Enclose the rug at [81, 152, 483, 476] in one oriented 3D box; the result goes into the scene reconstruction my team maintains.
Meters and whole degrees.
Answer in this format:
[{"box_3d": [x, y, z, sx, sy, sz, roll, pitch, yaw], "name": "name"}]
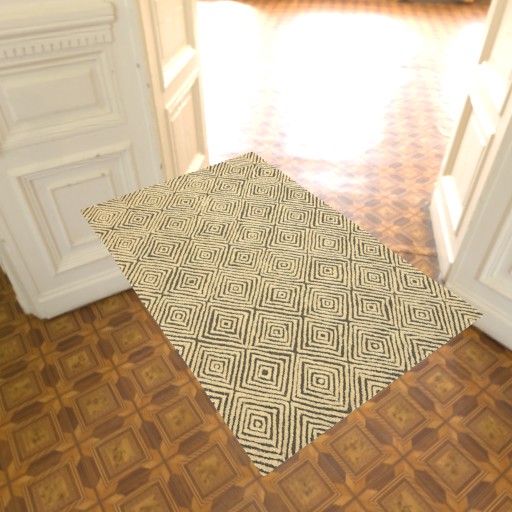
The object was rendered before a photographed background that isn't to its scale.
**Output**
[{"box_3d": [0.000, 0.000, 2.192, 1.177, 0.004, 1.750, -25, 48, -25], "name": "rug"}]
